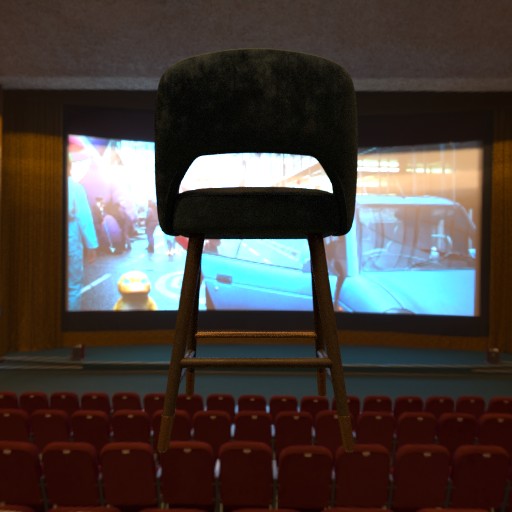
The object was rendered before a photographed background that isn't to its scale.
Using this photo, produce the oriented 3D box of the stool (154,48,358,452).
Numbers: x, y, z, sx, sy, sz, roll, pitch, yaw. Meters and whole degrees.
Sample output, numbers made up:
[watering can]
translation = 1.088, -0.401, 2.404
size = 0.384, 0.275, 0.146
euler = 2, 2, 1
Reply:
[stool]
translation = 0.000, 0.000, 1.228
size = 0.536, 0.925, 0.524
euler = 0, 0, 0
